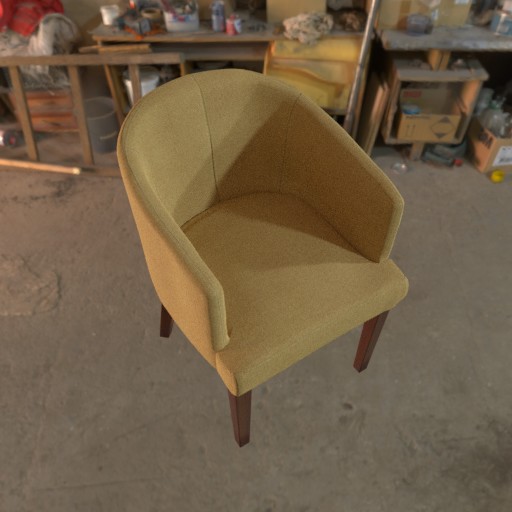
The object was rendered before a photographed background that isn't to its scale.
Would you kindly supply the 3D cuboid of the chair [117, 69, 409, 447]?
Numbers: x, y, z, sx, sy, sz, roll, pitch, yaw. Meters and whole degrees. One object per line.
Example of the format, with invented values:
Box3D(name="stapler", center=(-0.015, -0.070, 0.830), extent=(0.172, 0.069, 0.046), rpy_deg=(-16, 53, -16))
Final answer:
Box3D(name="chair", center=(0.000, 0.000, 1.248), extent=(0.583, 0.811, 0.655), rpy_deg=(-25, 51, -22))
